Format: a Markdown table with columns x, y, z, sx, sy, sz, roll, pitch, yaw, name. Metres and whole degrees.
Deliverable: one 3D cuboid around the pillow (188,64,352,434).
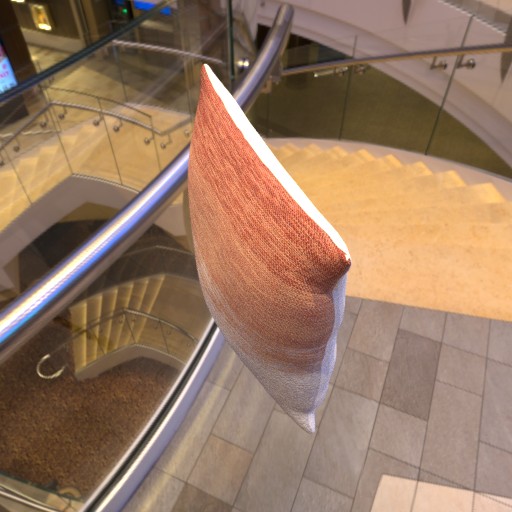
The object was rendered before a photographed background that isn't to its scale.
| x | y | z | sx | sy | sz | roll | pitch | yaw | name |
| --- | --- | --- | --- | --- | --- | --- | --- | --- | --- |
| 0.000 | 0.000 | 0.699 | 0.182 | 0.441 | 0.440 | -17 | 50 | -15 | pillow |
